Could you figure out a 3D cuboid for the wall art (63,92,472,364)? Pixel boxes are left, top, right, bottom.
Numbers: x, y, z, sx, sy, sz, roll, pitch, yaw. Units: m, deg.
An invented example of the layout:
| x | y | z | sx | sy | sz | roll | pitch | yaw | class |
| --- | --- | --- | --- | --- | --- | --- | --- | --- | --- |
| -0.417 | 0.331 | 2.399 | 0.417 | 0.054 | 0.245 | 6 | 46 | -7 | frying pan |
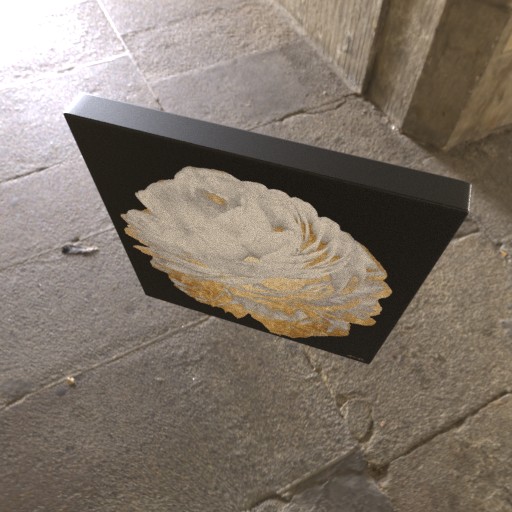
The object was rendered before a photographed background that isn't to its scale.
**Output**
| x | y | z | sx | sy | sz | roll | pitch | yaw | class |
| --- | --- | --- | --- | --- | --- | --- | --- | --- | --- |
| 0.000 | 0.000 | 0.601 | 0.406 | 0.407 | 0.041 | 16 | 59 | 10 | wall art |
